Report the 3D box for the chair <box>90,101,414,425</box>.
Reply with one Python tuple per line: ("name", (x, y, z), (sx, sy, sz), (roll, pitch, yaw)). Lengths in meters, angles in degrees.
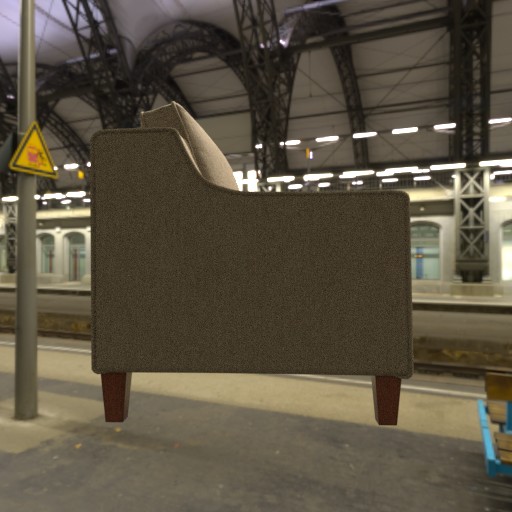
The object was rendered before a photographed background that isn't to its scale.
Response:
("chair", (0.000, 0.000, 1.636), (0.909, 0.960, 0.831), (0, 0, 2))
